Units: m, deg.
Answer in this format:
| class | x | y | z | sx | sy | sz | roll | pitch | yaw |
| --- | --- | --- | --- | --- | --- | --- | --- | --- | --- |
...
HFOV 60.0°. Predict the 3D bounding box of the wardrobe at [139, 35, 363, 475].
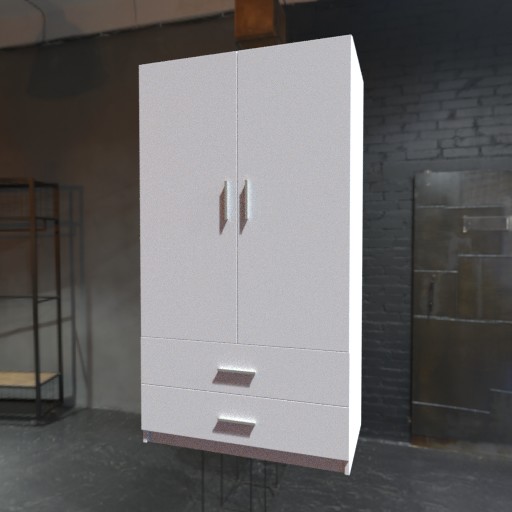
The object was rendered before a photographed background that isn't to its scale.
| class | x | y | z | sx | sy | sz | roll | pitch | yaw |
| --- | --- | --- | --- | --- | --- | --- | --- | --- | --- |
| wardrobe | 0.000 | 0.000 | 2.222 | 0.991 | 1.808 | 0.577 | 1 | 2 | 18 |
